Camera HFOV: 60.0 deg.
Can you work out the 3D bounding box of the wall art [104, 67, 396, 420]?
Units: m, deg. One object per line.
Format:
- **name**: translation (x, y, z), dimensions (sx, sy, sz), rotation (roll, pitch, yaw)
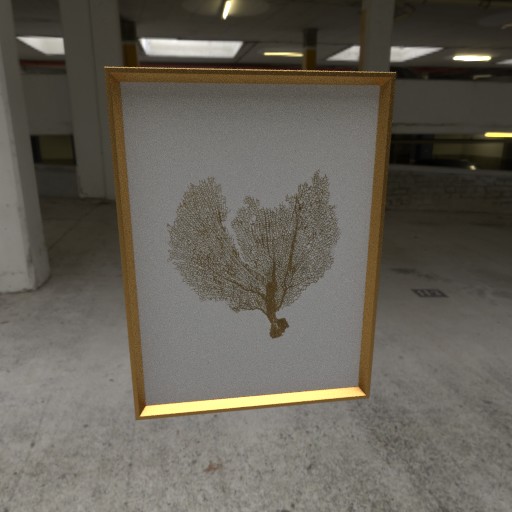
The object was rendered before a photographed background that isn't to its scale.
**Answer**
- **wall art**: translation (0.000, 0.000, 1.047), dimensions (0.610, 0.812, 0.038), rotation (-2, 17, -8)
